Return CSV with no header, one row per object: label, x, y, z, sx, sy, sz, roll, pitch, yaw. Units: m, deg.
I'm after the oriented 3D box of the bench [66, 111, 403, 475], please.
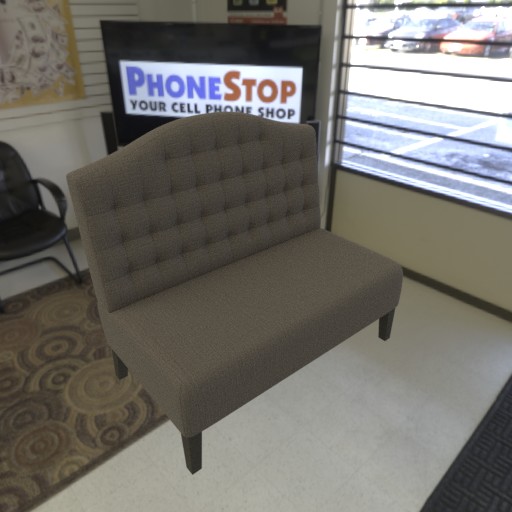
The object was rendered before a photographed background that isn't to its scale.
bench,0.000,0.000,2.076,1.335,1.180,0.815,-22,36,-34
